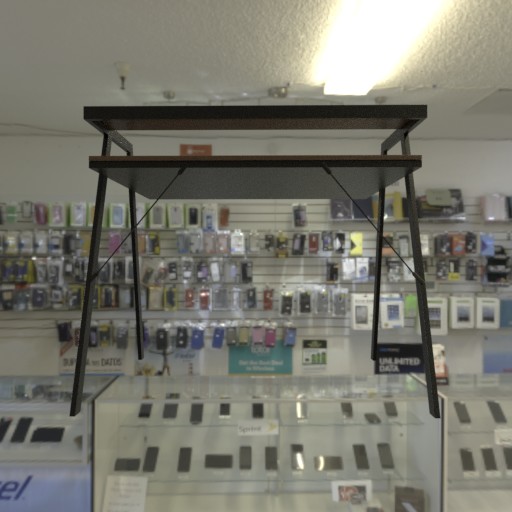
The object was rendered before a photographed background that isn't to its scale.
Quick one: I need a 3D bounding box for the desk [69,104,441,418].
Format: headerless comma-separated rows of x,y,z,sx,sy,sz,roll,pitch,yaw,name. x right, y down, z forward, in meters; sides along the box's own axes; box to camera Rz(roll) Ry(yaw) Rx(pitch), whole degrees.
0.000,0.000,1.834,1.143,0.998,0.936,0,0,1,desk
